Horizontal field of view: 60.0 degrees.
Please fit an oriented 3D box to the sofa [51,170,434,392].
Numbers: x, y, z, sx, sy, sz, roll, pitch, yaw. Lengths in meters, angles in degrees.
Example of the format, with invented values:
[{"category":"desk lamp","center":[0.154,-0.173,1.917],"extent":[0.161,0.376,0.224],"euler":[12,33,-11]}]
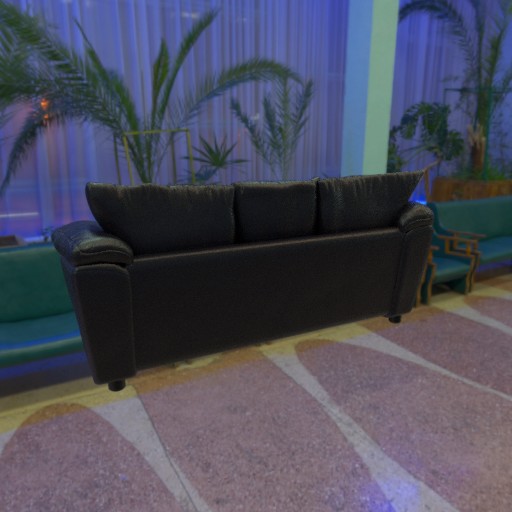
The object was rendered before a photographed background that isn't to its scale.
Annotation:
[{"category":"sofa","center":[0.000,0.000,2.849],"extent":[2.336,1.073,0.880],"euler":[-7,17,-26]}]
